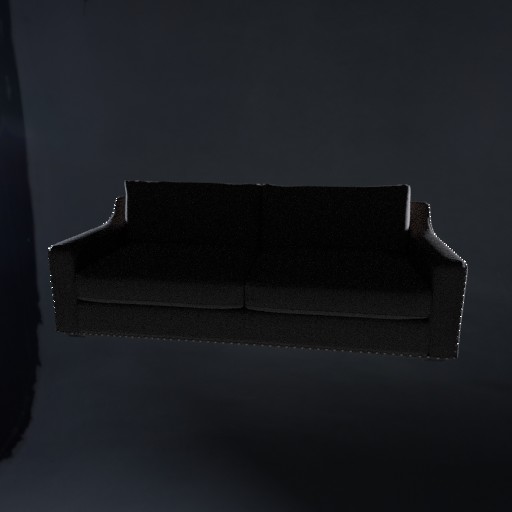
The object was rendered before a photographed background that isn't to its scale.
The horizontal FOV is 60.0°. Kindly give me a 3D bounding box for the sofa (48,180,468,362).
[{"bbox_3d":[0.000,0.000,2.750,2.208,0.857,1.000,2,15,8],"label":"sofa"}]
